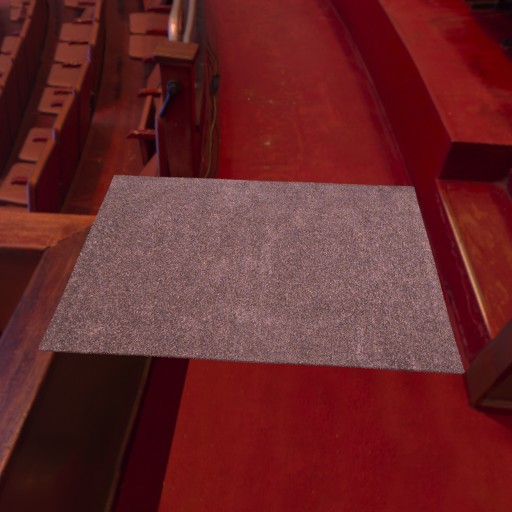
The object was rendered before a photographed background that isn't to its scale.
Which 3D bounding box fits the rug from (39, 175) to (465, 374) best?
[{"bbox_3d":[0.000,0.000,3.400,2.699,0.026,1.802,3,48,2],"label":"rug"}]
